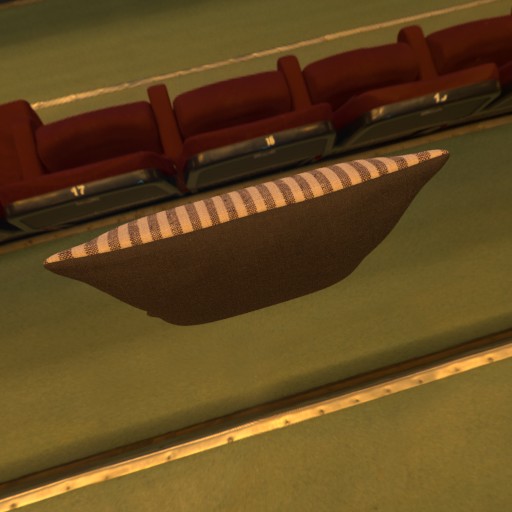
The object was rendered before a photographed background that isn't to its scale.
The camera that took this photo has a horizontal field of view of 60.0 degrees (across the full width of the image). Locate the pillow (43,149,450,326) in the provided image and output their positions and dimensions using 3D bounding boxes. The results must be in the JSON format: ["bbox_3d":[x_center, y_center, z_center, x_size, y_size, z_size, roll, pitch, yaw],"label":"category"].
[{"bbox_3d":[0.000,0.000,0.780,0.523,0.506,0.166,-16,75,-4],"label":"pillow"}]
